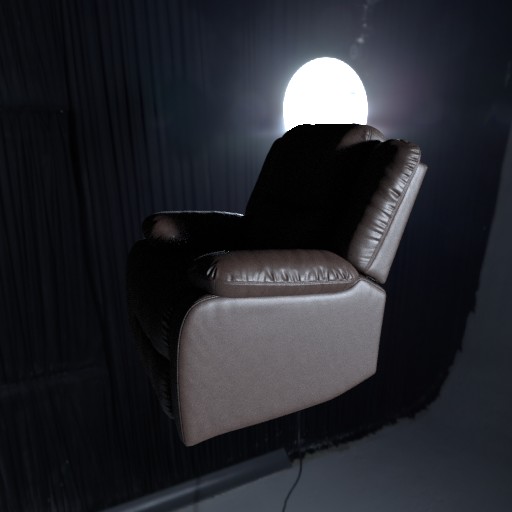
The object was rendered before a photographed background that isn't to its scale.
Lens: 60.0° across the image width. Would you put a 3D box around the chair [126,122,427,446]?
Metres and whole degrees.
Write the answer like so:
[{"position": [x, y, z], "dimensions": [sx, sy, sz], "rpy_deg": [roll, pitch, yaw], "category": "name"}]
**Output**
[{"position": [0.000, 0.000, 1.748], "dimensions": [0.934, 1.009, 0.899], "rpy_deg": [-8, 18, -25], "category": "chair"}]
